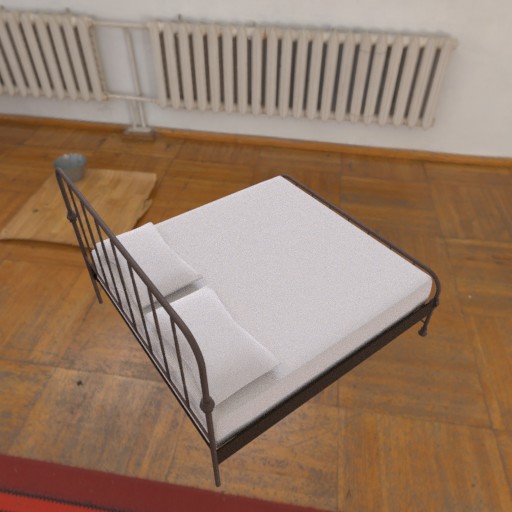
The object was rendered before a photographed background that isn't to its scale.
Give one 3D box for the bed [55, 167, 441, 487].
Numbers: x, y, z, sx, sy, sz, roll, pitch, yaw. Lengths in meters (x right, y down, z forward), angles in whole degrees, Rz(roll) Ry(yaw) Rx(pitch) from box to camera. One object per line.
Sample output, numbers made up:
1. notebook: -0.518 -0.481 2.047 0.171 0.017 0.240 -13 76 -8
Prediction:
1. bed: 0.000 0.000 3.425 2.134 1.446 2.044 -26 48 -26
